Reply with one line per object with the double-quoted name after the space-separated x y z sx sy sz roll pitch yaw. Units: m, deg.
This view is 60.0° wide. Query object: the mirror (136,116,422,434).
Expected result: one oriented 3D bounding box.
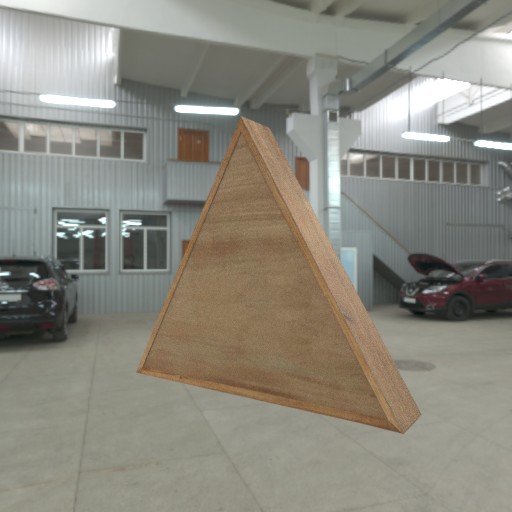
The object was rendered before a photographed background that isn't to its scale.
0.000 0.000 0.905 0.631 0.548 0.100 0 -1 36 "mirror"
